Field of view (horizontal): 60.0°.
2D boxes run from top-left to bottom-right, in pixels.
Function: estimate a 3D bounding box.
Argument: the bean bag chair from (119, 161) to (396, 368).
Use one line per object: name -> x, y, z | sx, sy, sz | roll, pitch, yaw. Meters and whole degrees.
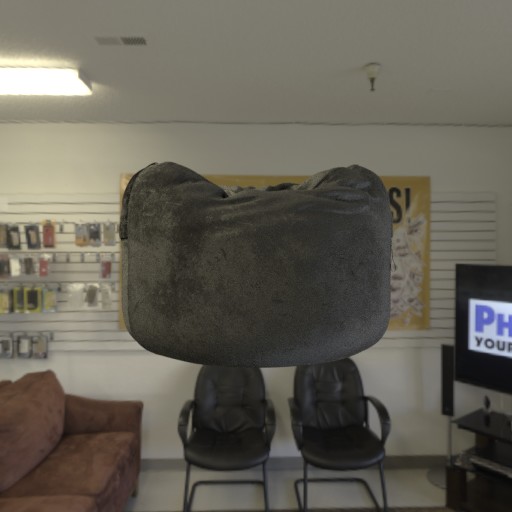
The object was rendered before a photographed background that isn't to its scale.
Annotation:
bean bag chair -> 0.000, 0.000, 1.548 | 0.918, 0.605, 0.918 | 0, 0, 0
